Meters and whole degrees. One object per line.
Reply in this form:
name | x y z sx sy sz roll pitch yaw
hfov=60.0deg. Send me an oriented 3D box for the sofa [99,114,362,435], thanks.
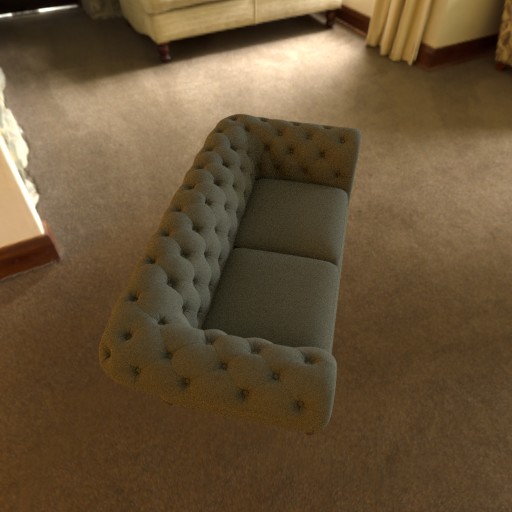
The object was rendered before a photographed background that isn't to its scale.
sofa | 0.000 0.000 2.519 0.986 0.764 1.998 9 47 9
